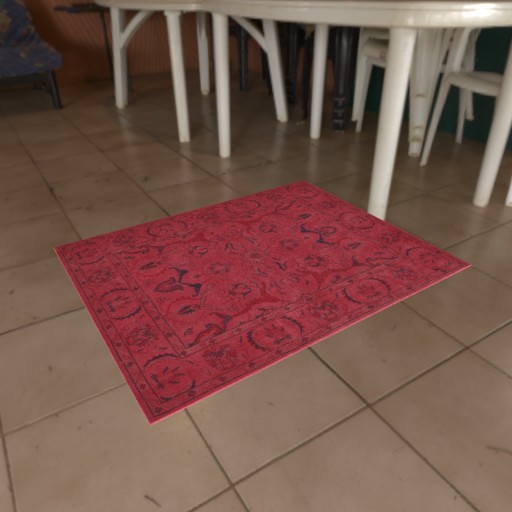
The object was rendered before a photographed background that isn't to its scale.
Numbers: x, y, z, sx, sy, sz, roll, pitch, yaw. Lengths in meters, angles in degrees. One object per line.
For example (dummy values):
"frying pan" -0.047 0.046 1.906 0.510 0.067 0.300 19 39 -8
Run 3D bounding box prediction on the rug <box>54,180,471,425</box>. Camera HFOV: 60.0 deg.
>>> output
"rug" 0.000 0.000 3.938 2.929 0.012 2.300 -19 37 -28
